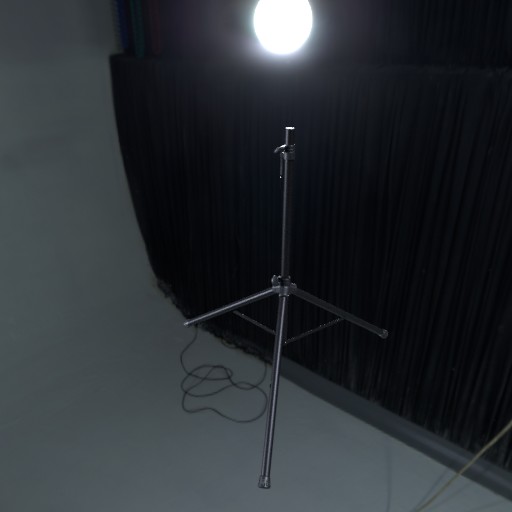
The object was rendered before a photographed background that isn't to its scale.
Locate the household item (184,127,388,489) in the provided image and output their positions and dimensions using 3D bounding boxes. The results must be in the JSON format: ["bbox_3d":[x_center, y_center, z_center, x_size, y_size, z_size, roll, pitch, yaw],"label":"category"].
[{"bbox_3d":[0.000,0.000,2.743,1.339,1.595,1.596,19,32,33],"label":"household item"}]
